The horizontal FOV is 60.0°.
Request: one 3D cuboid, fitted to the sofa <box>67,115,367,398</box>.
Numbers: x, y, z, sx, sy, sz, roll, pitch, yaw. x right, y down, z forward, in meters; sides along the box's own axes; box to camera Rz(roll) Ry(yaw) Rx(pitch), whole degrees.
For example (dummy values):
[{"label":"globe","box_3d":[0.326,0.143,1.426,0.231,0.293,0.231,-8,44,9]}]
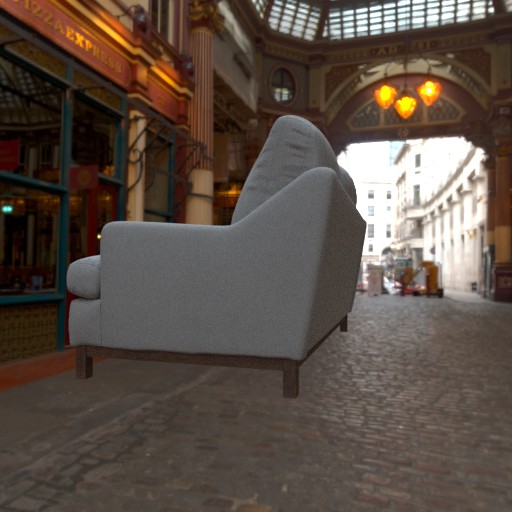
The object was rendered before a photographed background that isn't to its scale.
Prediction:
[{"label":"sofa","box_3d":[0.000,0.000,2.208,0.987,0.921,1.589,0,-2,17]}]
